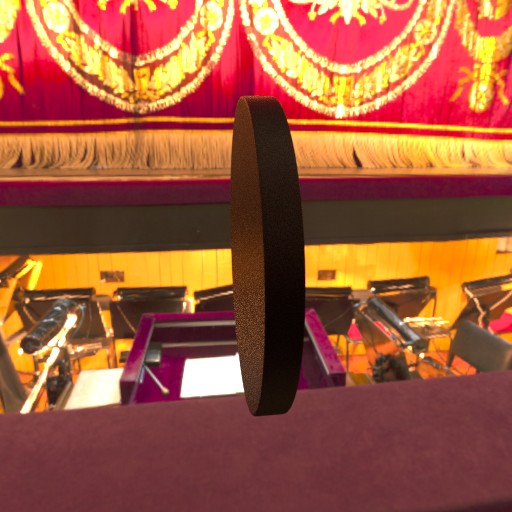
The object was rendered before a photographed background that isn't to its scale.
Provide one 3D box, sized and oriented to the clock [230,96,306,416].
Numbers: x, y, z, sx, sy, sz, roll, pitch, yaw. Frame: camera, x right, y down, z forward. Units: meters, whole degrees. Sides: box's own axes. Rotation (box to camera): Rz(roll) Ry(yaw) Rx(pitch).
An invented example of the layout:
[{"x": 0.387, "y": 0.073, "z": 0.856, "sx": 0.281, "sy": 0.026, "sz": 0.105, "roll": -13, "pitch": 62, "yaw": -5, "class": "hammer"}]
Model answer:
[{"x": 0.000, "y": 0.000, "z": 0.462, "sx": 0.029, "sy": 0.314, "sz": 0.314, "roll": -2, "pitch": 16, "yaw": -7, "class": "clock"}]
